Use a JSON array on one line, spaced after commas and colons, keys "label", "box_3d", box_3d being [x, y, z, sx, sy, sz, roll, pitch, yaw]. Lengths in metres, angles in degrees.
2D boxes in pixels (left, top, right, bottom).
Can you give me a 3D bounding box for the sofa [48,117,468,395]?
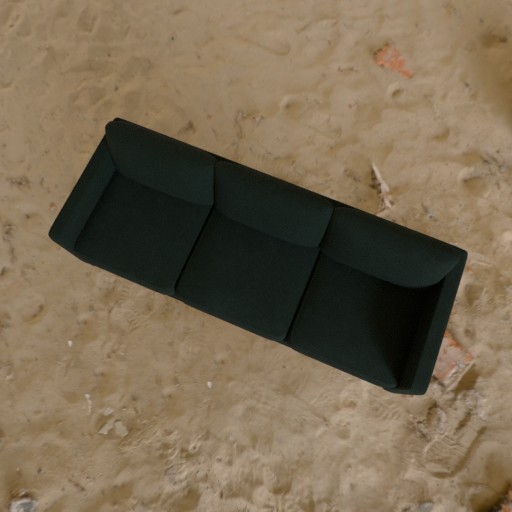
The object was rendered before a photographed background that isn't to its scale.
[{"label": "sofa", "box_3d": [0.000, 0.000, 2.678, 2.218, 0.870, 0.859, 22, 75, 6]}]
